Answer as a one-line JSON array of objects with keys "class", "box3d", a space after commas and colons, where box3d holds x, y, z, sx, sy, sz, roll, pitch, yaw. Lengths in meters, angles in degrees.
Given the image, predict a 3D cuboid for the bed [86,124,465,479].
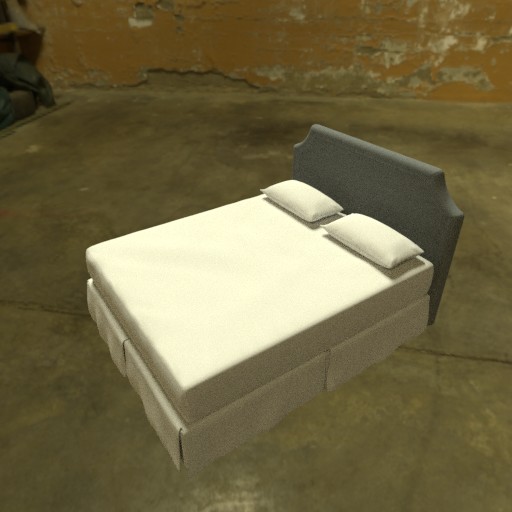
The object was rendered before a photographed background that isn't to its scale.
[{"class": "bed", "box3d": [0.000, 0.000, 3.320, 2.259, 1.296, 1.811, -21, 38, -29]}]
